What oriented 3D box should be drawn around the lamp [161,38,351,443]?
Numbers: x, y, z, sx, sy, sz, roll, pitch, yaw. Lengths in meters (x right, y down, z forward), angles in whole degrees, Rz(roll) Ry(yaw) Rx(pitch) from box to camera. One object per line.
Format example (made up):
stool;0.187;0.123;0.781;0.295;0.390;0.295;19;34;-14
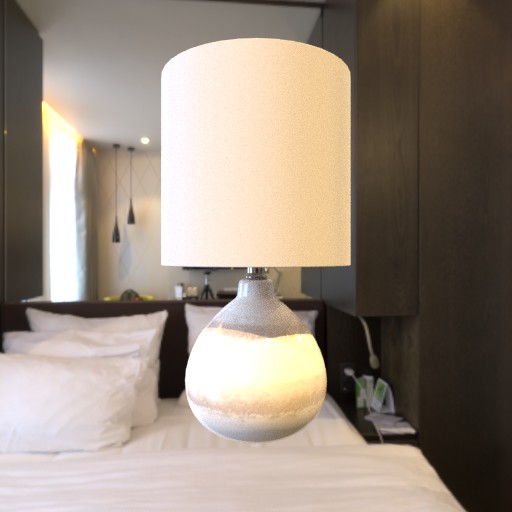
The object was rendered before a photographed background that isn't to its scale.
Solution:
lamp;0.000;0.000;0.519;0.217;0.404;0.217;0;0;-36
